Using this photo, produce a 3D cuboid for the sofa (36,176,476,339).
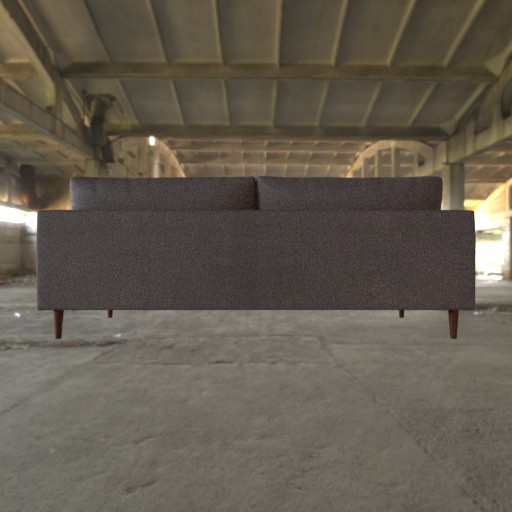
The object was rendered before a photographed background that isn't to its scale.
[{"bbox_3d":[0.000,0.000,2.742,2.250,0.868,1.020,0,0,0],"label":"sofa"}]
